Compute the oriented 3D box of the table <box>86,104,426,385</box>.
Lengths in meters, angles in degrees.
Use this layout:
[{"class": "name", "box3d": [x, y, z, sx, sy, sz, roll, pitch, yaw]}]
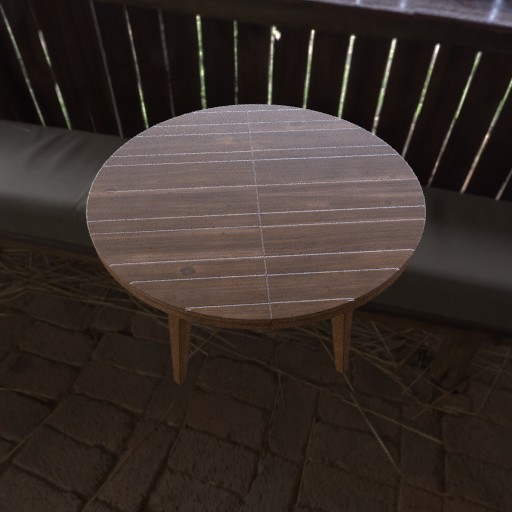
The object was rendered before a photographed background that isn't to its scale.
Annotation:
[{"class": "table", "box3d": [0.000, 0.000, 1.916, 1.213, 0.764, 1.213, 0, 46, 0]}]
